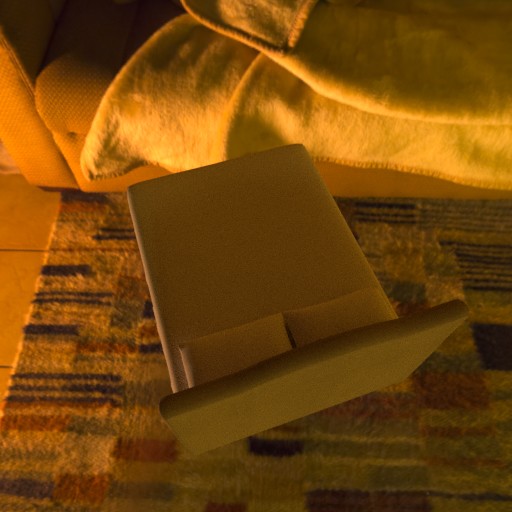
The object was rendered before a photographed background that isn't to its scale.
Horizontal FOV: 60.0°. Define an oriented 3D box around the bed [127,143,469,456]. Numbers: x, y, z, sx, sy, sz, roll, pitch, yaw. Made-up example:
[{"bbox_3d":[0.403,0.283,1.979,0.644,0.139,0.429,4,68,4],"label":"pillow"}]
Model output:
[{"bbox_3d":[0.000,0.000,3.256,1.744,1.441,2.128,-16,60,-10],"label":"bed"}]
